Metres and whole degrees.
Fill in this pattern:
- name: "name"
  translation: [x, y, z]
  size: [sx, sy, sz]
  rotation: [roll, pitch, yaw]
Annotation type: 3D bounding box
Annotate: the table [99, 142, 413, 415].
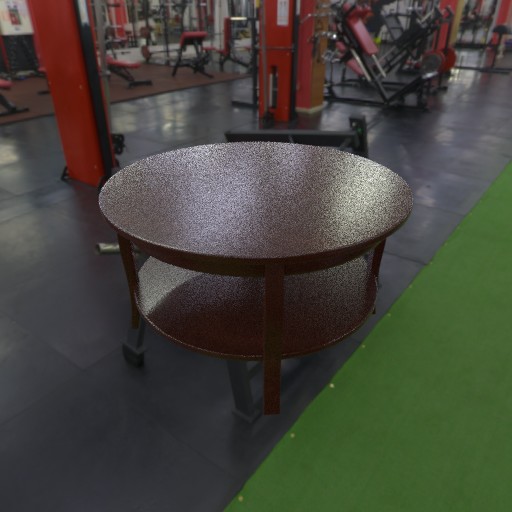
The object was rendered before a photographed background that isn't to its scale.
- name: "table"
  translation: [0.000, 0.000, 1.467]
  size: [0.911, 0.512, 0.911]
  rotation: [0, 30, 0]
